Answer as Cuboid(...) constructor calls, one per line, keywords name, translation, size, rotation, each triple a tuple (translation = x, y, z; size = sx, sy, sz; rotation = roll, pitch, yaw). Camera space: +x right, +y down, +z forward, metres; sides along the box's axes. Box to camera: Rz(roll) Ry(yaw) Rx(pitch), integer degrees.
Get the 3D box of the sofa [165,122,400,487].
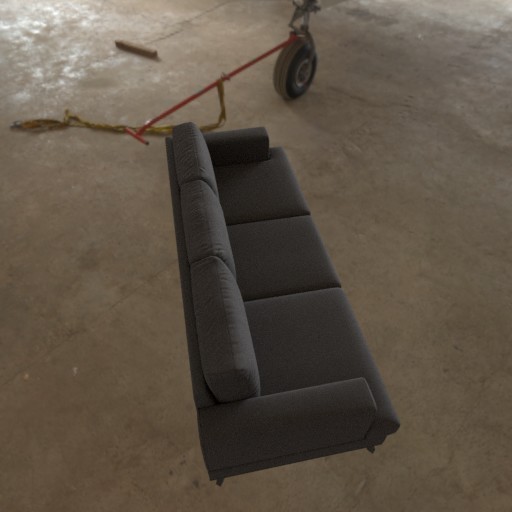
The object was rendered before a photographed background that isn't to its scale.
Cuboid(name="sofa", translation=(0.000, 0.000, 2.719), size=(0.920, 0.810, 2.310), rotation=(-8, 48, -8))
